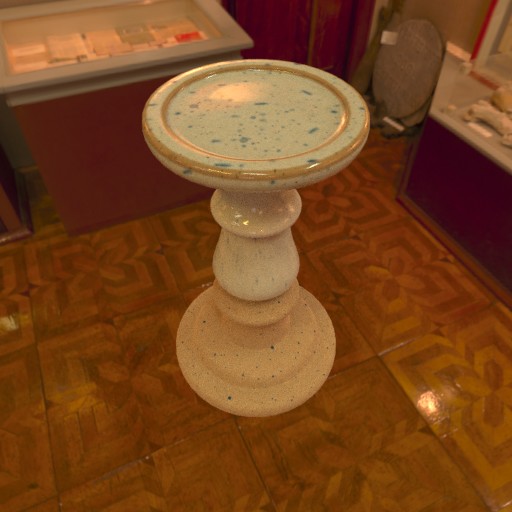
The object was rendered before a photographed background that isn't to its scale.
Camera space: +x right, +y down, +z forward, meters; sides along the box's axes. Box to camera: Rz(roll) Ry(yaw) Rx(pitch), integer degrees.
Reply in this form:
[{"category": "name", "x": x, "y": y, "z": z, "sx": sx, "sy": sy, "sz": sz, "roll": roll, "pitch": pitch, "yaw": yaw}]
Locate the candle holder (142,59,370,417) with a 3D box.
[{"category": "candle holder", "x": 0.000, "y": 0.000, "z": 0.276, "sx": 0.123, "sy": 0.202, "sz": 0.123, "roll": 0, "pitch": 47, "yaw": 0}]
